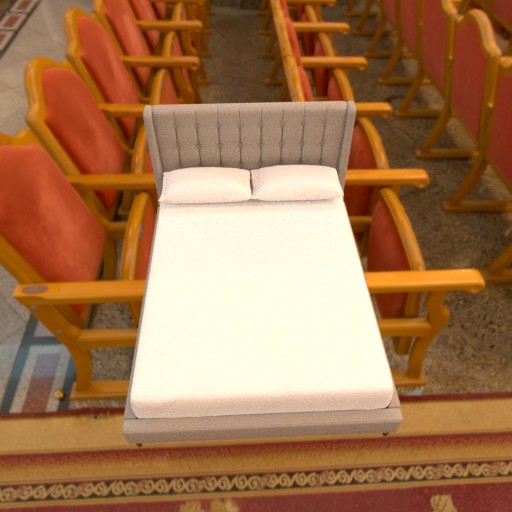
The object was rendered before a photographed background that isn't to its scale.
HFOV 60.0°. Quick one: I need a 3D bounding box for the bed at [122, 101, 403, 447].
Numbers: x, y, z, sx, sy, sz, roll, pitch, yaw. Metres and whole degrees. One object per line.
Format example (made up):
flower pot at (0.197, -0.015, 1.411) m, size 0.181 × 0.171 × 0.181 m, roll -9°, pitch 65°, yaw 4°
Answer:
bed at (0.000, 0.000, 3.138) m, size 1.656 × 1.147 × 2.232 m, roll -2°, pitch 47°, yaw -2°
